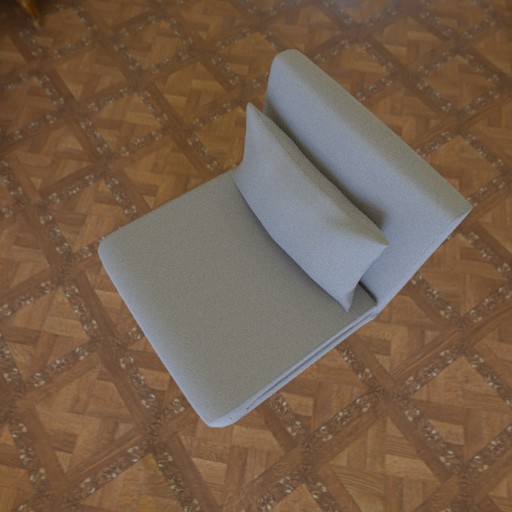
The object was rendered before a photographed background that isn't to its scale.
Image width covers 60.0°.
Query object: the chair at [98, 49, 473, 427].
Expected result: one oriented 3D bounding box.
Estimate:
[{"bbox_3d":[0.000,0.000,1.525,0.902,0.808,0.770,-33,68,-15],"label":"chair"}]
